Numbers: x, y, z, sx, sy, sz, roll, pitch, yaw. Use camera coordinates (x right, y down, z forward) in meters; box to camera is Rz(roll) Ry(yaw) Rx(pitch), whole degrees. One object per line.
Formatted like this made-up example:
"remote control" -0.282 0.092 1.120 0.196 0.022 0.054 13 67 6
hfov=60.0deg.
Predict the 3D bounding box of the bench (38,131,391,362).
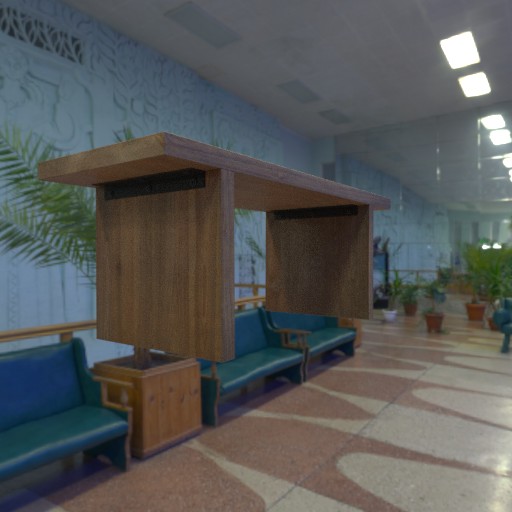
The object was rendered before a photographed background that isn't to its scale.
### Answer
"bench" 0.000 0.000 1.429 0.458 0.458 1.183 0 0 37
